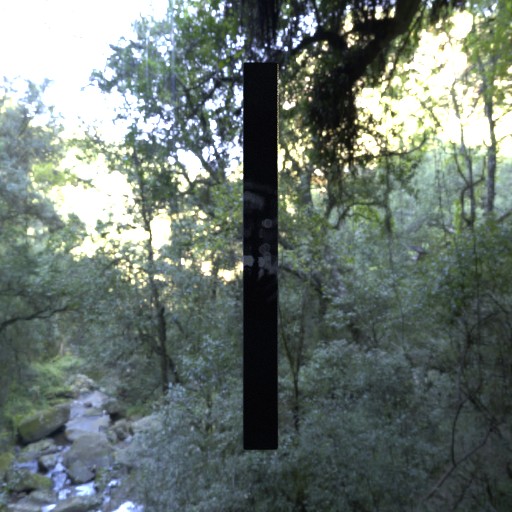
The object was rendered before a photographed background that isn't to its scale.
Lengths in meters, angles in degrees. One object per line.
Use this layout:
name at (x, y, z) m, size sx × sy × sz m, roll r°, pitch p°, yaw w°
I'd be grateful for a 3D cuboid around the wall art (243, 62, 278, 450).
wall art at (0.000, 0.000, 0.766) m, size 0.037 × 0.406 × 0.609 m, roll 0°, pitch 0°, yaw -1°
